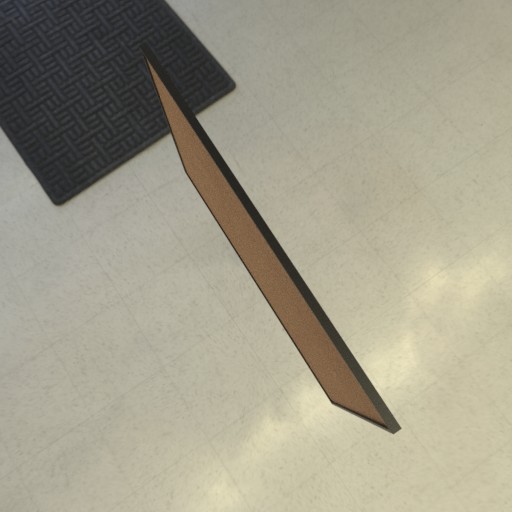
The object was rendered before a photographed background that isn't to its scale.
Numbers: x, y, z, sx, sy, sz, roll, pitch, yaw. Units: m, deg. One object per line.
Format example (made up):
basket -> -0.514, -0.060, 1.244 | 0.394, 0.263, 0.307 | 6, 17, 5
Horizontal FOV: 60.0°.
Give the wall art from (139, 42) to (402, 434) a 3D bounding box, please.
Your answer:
wall art -> 0.000, 0.000, 1.212 | 0.019, 0.660, 0.957 | -31, 78, -7
